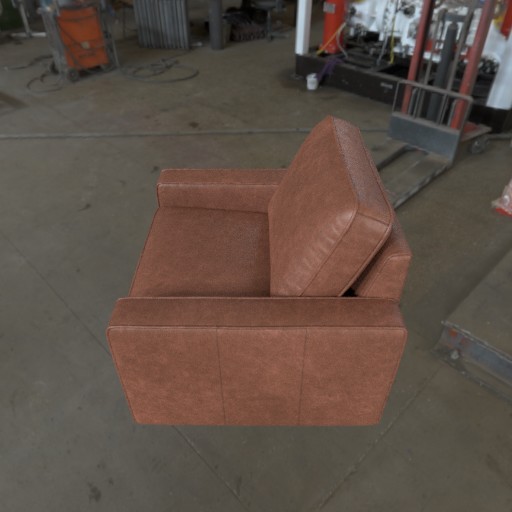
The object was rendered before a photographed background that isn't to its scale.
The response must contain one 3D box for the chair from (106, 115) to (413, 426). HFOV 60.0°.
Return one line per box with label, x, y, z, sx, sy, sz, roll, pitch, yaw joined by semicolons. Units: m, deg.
chair;0.000;0.000;1.778;0.940;0.919;1.017;0;40;0
